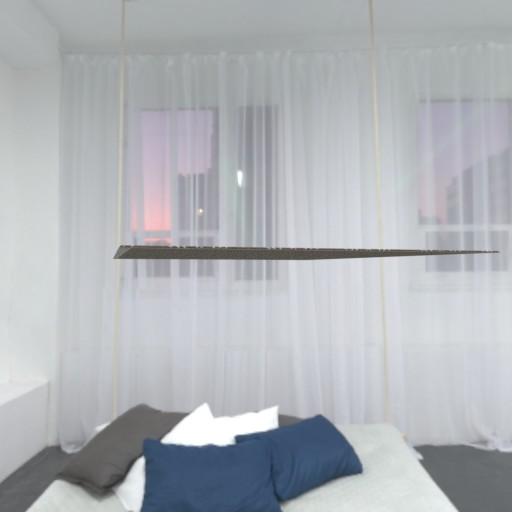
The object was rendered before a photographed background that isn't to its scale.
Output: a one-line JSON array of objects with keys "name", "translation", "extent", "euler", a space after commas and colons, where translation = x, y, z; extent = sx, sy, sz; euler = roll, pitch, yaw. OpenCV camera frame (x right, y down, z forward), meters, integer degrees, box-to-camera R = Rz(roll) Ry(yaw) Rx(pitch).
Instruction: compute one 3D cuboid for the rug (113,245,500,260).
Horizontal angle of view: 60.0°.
[{"name": "rug", "translation": [0.000, 0.000, 4.051], "extent": [2.457, 0.012, 3.062], "euler": [1, -2, -18]}]
